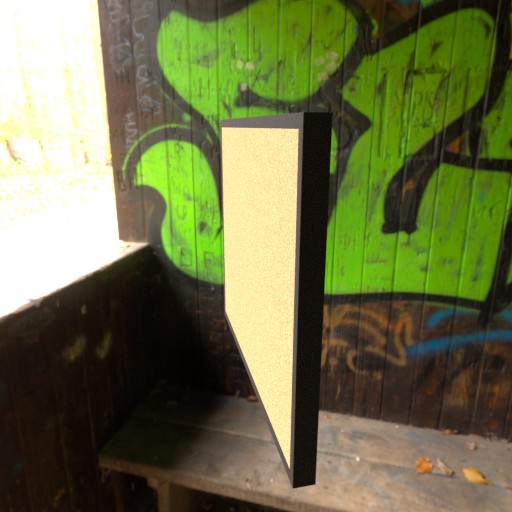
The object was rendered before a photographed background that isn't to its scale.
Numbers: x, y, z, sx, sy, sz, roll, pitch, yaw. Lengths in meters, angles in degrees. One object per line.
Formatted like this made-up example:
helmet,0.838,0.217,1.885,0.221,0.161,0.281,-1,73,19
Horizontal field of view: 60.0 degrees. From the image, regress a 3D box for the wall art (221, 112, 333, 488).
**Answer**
wall art,0.000,0.000,0.760,0.030,0.454,0.554,-4,17,-12
